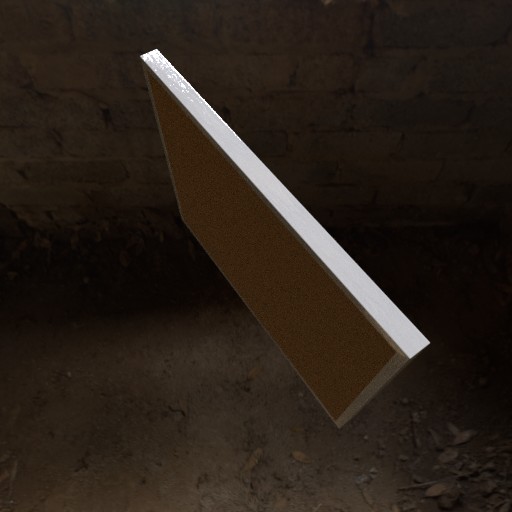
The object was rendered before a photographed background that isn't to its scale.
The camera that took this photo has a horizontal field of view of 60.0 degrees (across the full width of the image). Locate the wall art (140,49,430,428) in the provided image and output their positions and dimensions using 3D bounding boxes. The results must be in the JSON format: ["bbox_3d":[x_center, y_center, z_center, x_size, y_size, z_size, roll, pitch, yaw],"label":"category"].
[{"bbox_3d":[0.000,0.000,1.361,0.053,0.787,1.041,-31,65,-17],"label":"wall art"}]
